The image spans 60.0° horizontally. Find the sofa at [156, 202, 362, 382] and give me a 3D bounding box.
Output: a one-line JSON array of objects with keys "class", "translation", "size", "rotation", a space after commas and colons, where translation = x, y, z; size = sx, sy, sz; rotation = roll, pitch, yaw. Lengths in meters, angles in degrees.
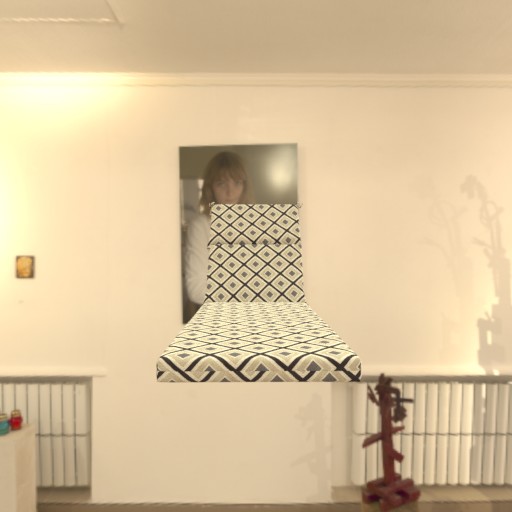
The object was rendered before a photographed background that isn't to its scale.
[{"class": "sofa", "translation": [0.000, 0.000, 1.920], "size": [0.582, 0.622, 1.663], "rotation": [0, 1, -1]}]
